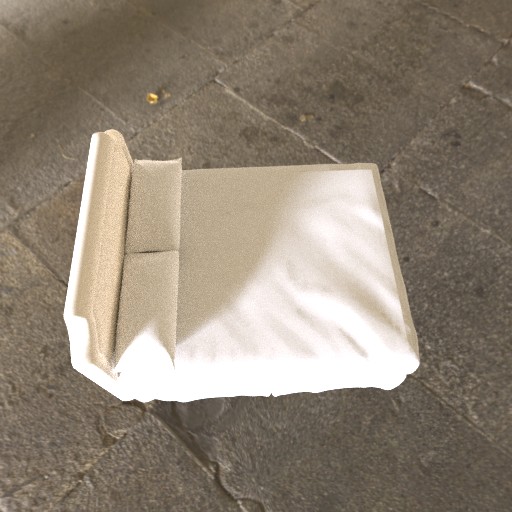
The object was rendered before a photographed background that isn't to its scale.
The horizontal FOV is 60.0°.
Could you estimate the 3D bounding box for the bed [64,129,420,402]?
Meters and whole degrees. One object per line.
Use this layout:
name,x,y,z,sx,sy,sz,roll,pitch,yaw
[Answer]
bed,0.000,0.000,3.852,2.548,1.524,2.134,-3,63,-1
